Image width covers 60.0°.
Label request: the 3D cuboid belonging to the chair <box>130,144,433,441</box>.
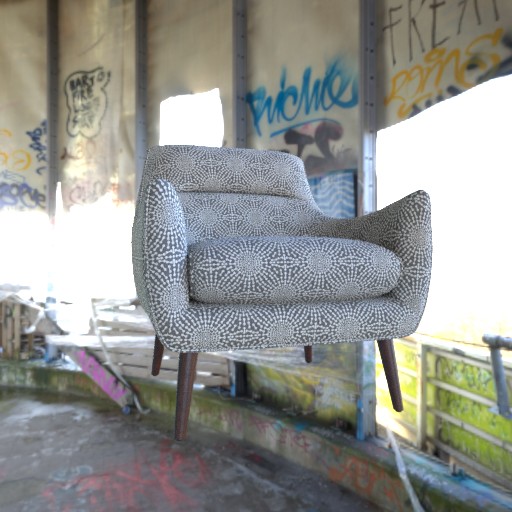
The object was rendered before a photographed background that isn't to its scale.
[{"bbox_3d":[0.000,0.000,1.422,0.762,0.838,0.787,0,0,-18],"label":"chair"}]
